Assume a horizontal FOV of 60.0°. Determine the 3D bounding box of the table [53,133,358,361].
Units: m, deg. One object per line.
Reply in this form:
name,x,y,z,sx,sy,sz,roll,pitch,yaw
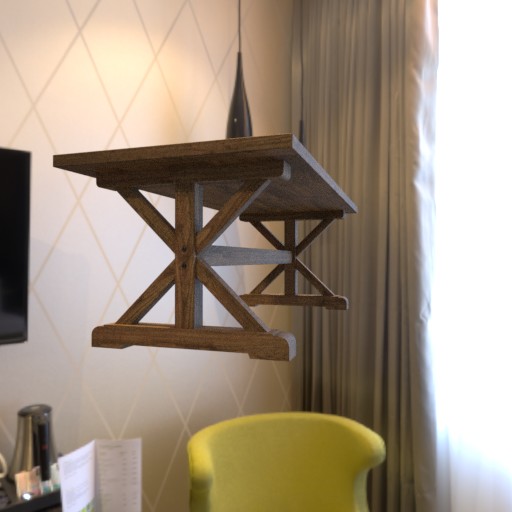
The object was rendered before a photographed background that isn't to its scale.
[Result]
table,0.000,0.000,2.453,0.907,0.733,2.031,0,0,18
